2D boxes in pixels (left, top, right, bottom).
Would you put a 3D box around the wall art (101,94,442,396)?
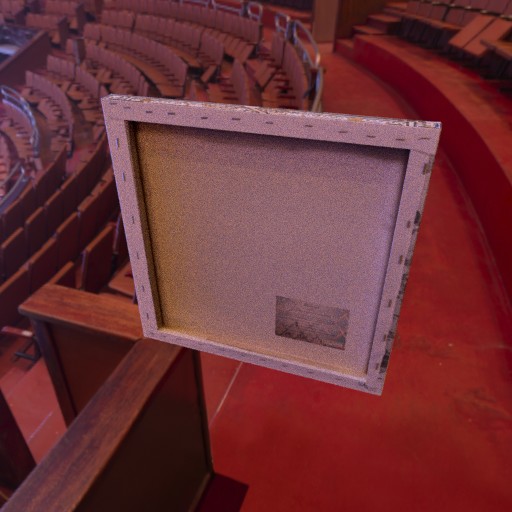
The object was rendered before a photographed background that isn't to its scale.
[{"bbox_3d":[0.000,0.000,0.933,0.609,0.607,0.036,10,34,16],"label":"wall art"}]
